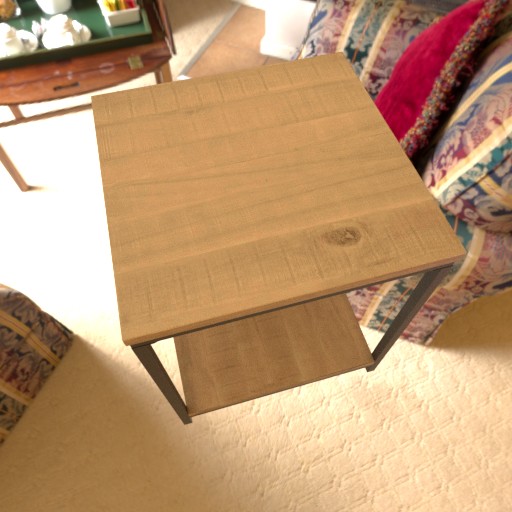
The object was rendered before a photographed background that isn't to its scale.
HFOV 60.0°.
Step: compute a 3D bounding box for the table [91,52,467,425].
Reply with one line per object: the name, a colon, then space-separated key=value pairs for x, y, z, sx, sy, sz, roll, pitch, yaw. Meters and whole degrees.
table: x=0.000 y=0.000 z=0.996 sx=0.507 sy=0.589 sz=0.503 roll=-13 pitch=59 yaw=-8
